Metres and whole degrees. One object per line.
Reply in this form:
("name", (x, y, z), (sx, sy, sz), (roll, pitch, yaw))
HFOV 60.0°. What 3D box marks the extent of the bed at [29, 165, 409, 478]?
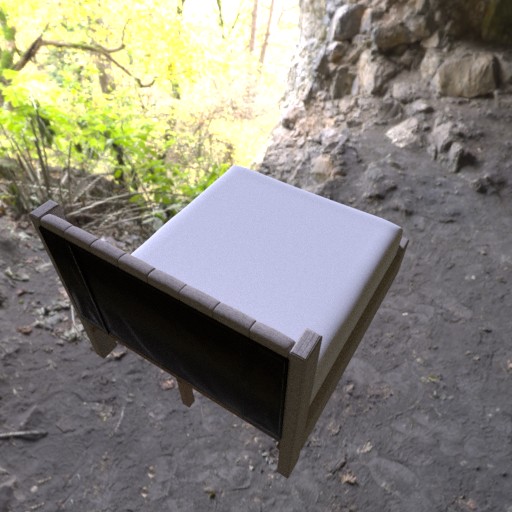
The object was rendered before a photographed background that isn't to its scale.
("bed", (0.000, 0.000, 3.812), (2.044, 1.748, 2.372), (24, 51, 22))
